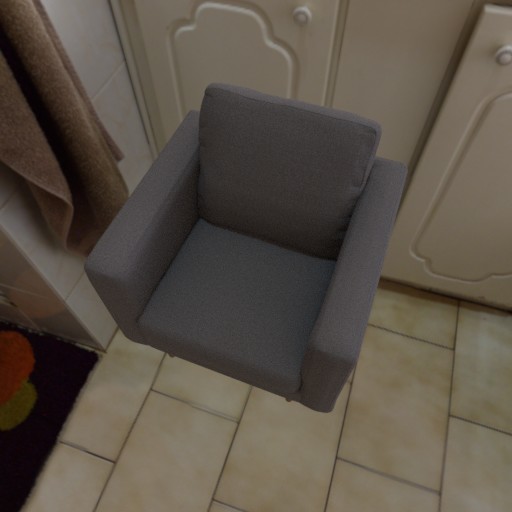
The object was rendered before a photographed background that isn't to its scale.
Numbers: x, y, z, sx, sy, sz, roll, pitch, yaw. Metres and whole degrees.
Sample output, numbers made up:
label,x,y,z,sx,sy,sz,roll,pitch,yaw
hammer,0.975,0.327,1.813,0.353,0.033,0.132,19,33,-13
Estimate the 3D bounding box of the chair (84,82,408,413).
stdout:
label,x,y,z,sx,sy,sz,roll,pitch,yaw
chair,0.000,0.000,1.617,0.854,0.927,0.800,18,58,11
